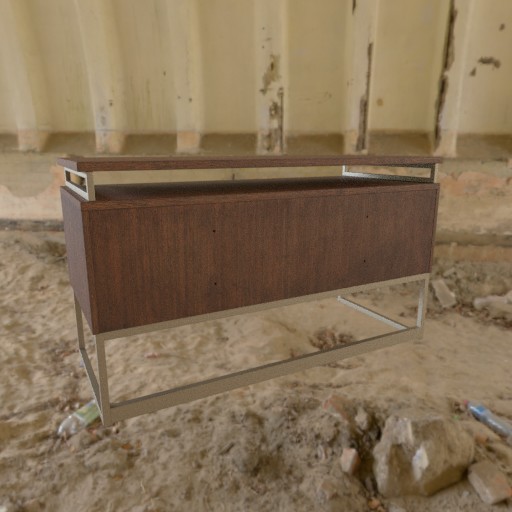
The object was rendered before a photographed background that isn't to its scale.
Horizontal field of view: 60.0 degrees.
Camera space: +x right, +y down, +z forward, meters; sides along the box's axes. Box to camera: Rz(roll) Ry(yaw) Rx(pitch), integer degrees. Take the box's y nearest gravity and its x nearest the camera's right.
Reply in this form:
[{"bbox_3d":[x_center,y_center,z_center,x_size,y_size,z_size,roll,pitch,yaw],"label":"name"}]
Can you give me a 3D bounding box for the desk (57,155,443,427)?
[{"bbox_3d":[0.000,0.000,1.822,1.384,0.792,0.610,-7,15,-27],"label":"desk"}]
